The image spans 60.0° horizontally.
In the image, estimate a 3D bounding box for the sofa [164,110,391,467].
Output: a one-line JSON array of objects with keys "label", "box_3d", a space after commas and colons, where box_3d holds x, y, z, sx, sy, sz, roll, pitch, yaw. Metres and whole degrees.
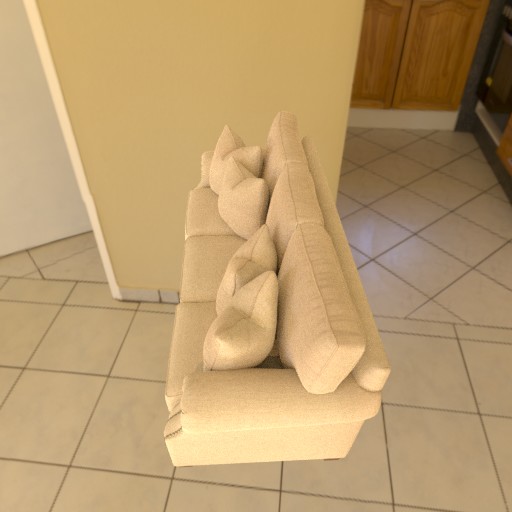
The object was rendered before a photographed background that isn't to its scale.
[{"label": "sofa", "box_3d": [0.000, 0.000, 2.729, 0.965, 0.975, 2.312, -2, 40, -2]}]
